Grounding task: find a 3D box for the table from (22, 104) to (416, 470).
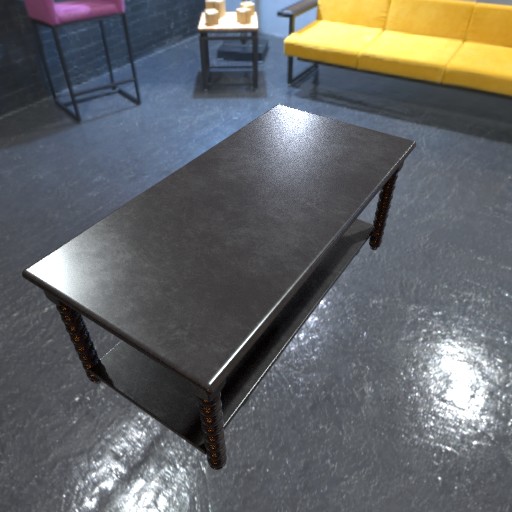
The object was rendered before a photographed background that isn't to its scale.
[{"bbox_3d":[0.000,0.000,1.460,0.580,0.487,1.171,24,47,24],"label":"table"}]
